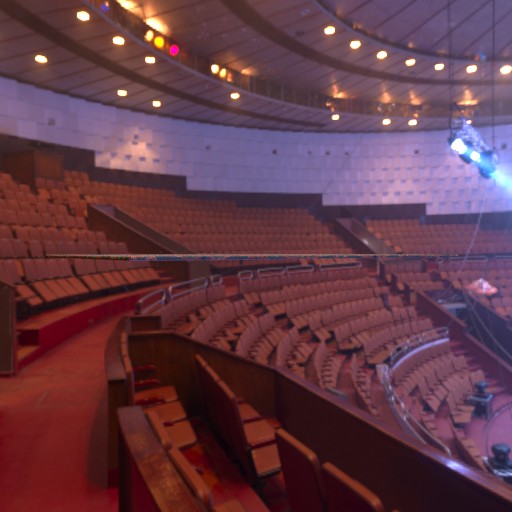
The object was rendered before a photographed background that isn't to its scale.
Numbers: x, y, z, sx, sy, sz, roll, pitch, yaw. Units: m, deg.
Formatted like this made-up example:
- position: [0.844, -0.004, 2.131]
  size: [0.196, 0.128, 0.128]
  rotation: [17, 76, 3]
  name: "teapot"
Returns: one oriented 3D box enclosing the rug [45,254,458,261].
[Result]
- position: [0.000, 0.000, 2.356]
  size: [1.836, 0.014, 1.216]
  rotation: [0, 1, -36]
  name: "rug"
